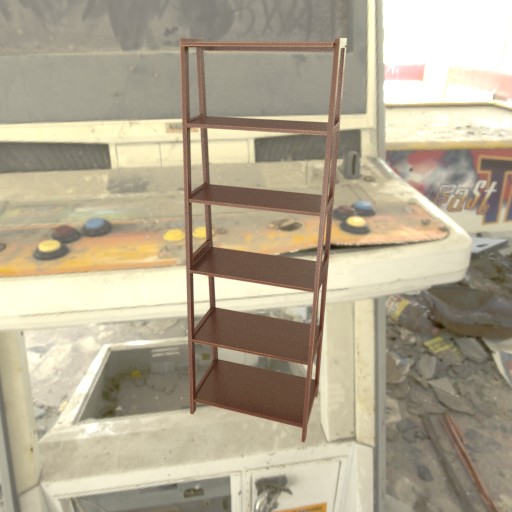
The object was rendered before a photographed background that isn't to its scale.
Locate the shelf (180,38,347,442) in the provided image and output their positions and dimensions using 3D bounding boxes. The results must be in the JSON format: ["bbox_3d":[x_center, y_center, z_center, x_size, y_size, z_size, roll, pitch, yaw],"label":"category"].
[{"bbox_3d":[0.000,0.000,2.146,0.660,1.892,0.381,8,27,16],"label":"shelf"}]
